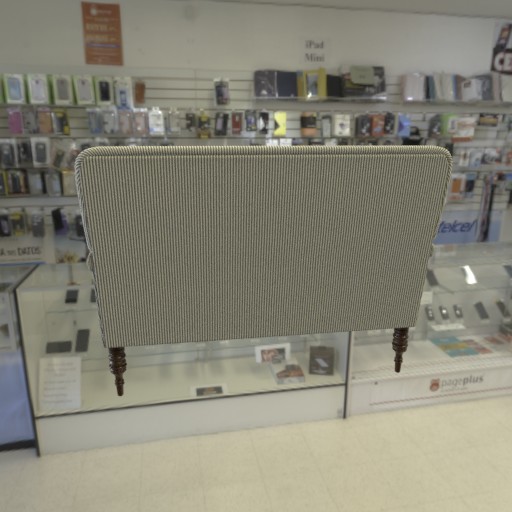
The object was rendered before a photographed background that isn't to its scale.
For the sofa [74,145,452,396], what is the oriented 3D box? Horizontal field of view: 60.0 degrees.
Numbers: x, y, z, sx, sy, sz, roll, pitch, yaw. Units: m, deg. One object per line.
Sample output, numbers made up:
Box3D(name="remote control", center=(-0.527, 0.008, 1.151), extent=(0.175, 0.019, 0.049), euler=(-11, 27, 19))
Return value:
Box3D(name="sofa", center=(0.000, 0.000, 1.820), extent=(1.297, 0.889, 0.779), euler=(-2, 15, -9))
